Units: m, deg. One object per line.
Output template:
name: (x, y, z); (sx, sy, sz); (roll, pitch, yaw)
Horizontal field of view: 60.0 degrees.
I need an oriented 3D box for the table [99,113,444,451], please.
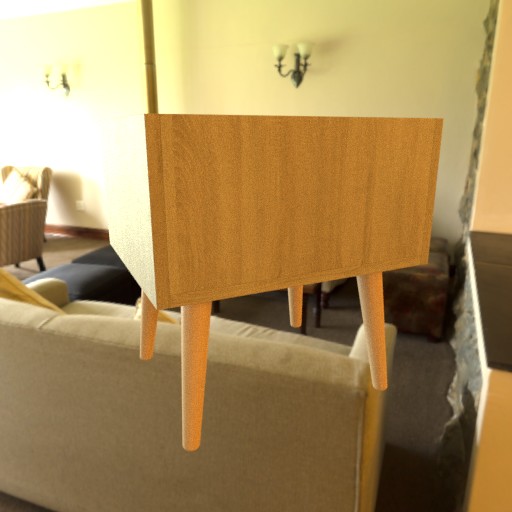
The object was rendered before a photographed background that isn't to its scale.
table: (0.000, 0.000, 0.798); (0.450, 0.470, 0.370); (-8, 17, -25)
